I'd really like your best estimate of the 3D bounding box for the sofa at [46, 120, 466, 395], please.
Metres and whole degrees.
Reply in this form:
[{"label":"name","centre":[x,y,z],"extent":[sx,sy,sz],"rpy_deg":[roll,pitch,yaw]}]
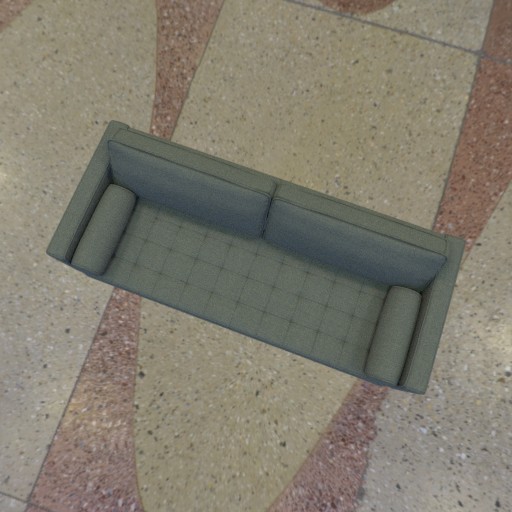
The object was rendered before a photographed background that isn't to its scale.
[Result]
[{"label":"sofa","centre":[0.000,0.000,2.650],"extent":[2.198,0.762,0.914],"rpy_deg":[20,77,5]}]
